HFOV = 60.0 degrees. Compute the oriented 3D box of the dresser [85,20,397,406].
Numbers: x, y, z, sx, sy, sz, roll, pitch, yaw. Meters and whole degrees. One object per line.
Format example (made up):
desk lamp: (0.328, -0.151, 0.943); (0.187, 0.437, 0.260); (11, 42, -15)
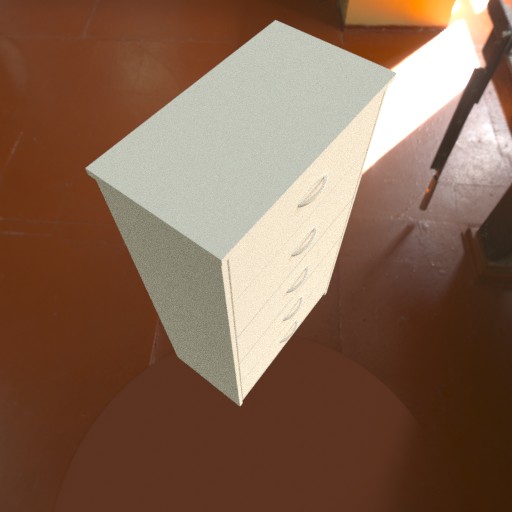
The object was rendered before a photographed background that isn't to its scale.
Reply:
dresser: (0.000, 0.000, 1.583); (0.399, 1.255, 0.704); (33, 64, 18)
